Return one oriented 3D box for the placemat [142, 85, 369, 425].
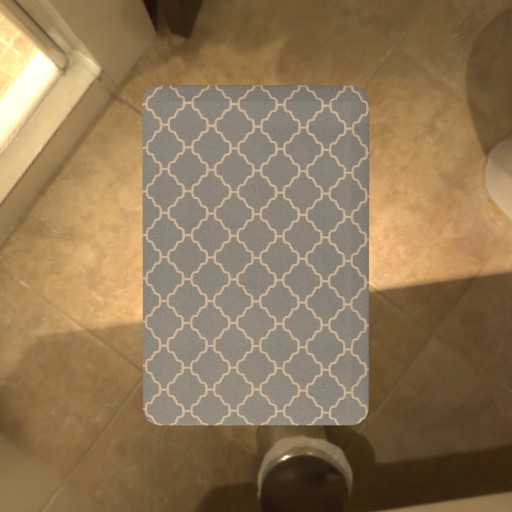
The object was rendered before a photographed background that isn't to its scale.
[{"bbox_3d":[0.000,0.000,0.988,0.508,0.021,0.762,0,91,0],"label":"placemat"}]
